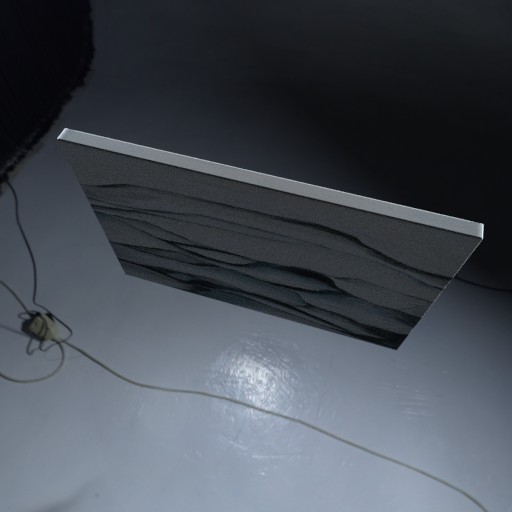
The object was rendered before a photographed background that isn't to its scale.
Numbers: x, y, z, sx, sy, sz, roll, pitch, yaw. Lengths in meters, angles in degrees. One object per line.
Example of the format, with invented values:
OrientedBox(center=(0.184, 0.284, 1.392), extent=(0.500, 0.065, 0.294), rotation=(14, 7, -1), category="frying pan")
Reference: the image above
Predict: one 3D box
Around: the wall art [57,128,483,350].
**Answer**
OrientedBox(center=(0.000, 0.000, 1.180), extent=(0.914, 0.609, 0.039), rotation=(15, 59, 9), category="wall art")
